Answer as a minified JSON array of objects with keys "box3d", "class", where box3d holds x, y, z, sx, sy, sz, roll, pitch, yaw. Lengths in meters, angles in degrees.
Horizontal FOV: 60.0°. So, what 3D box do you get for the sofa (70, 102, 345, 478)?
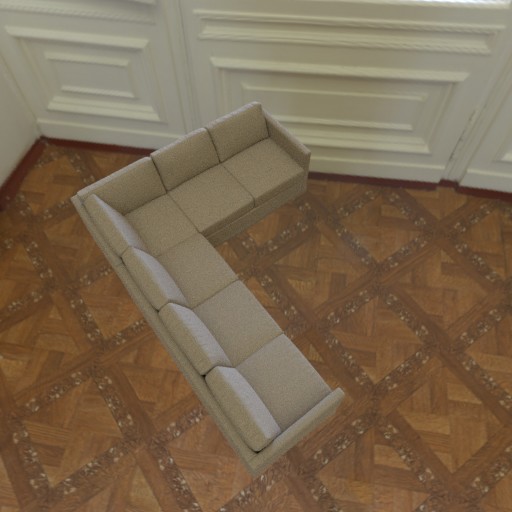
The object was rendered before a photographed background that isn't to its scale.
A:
[{"box3d":[0.000,0.000,4.472,2.432,0.871,3.182,-33,64,-18],"class":"sofa"}]
